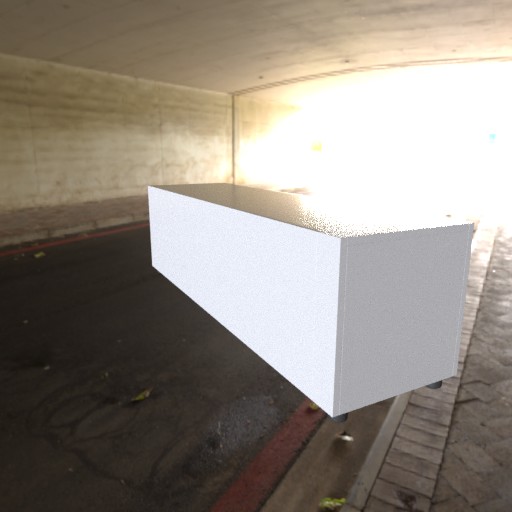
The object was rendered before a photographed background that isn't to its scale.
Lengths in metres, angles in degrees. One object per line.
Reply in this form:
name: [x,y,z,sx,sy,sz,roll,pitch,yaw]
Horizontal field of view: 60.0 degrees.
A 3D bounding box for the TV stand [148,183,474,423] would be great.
TV stand: [0.000,0.000,1.682,0.410,0.440,1.500,-7,15,-27]
